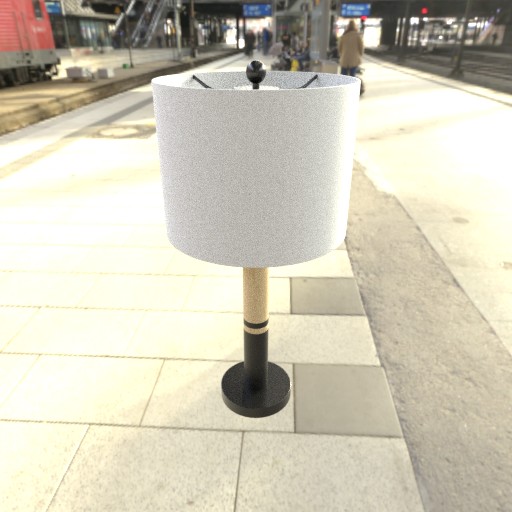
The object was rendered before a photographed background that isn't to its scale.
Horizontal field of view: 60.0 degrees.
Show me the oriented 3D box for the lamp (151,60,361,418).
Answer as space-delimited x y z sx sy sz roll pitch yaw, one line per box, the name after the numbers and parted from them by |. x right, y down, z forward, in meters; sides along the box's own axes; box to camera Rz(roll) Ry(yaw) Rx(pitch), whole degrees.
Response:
0.000 0.000 0.791 0.305 0.640 0.305 1 27 1 | lamp
